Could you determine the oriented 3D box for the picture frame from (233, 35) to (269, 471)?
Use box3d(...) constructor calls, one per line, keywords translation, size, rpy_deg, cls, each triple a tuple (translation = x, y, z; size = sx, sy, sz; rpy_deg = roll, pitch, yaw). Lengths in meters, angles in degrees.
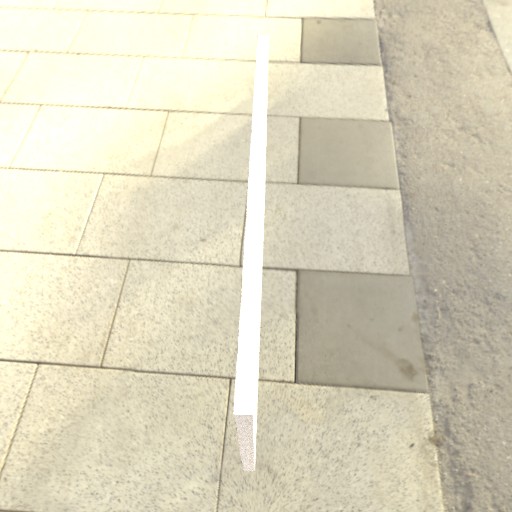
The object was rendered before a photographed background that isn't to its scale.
box3d(translation=(0.000, 0.000, 1.164), size=(0.029, 0.640, 0.950), rpy_deg=(2, 58, 1), cls="picture frame")
